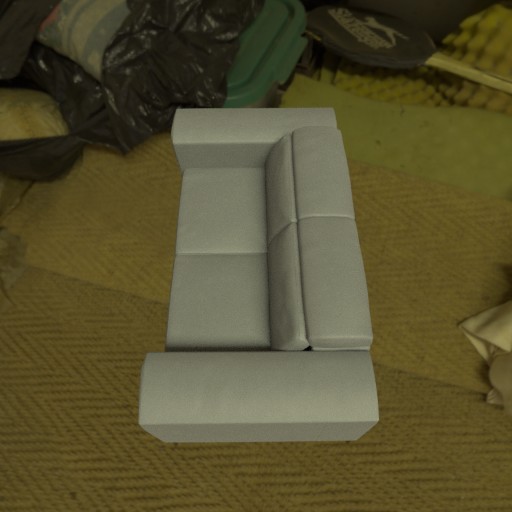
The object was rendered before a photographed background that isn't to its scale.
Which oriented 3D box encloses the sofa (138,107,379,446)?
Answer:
[{"bbox_3d":[0.000,0.000,2.468,1.003,0.779,1.895,0,59,0],"label":"sofa"}]
